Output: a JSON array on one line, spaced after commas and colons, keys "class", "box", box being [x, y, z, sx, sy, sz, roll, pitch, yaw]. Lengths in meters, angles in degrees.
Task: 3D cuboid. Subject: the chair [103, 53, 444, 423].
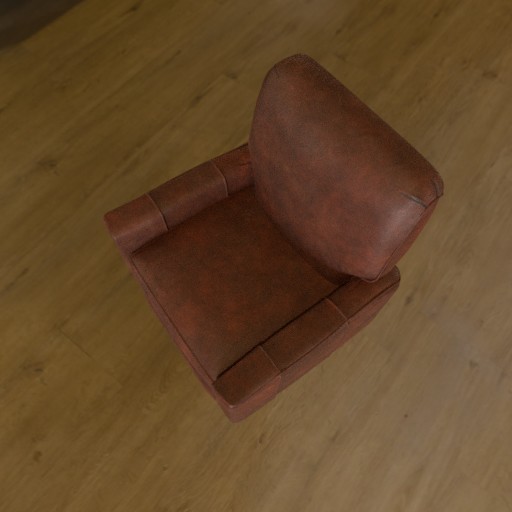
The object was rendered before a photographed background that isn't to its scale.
[{"class": "chair", "box": [0.000, 0.000, 1.657, 0.836, 1.043, 0.843, -33, 68, -15]}]
